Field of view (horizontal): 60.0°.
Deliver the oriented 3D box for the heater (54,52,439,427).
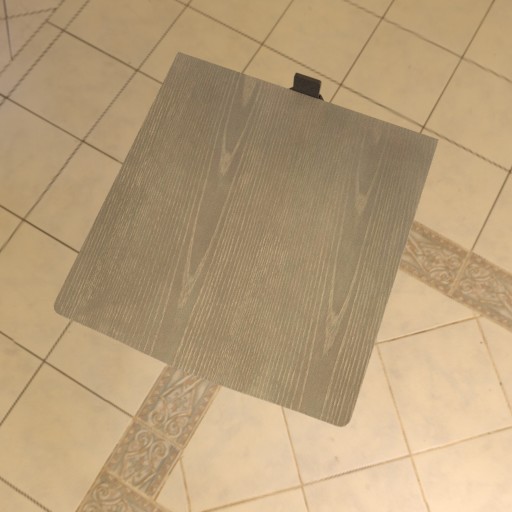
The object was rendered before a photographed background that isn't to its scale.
[{"bbox_3d":[0.000,0.000,0.739,0.362,0.481,0.400,20,77,5],"label":"heater"}]
